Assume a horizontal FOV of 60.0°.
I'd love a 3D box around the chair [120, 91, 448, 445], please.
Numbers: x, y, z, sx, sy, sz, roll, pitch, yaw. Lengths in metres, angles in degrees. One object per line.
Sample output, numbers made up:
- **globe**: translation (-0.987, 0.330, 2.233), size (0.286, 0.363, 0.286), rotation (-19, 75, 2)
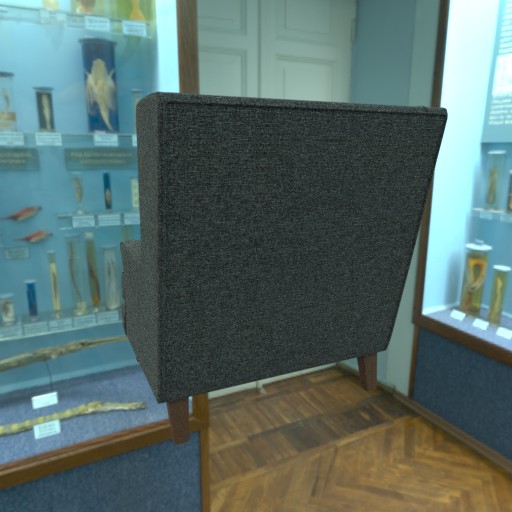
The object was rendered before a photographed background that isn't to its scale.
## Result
- **chair**: translation (0.000, 0.000, 1.735), size (0.942, 1.082, 0.927), rotation (-6, 15, -24)
